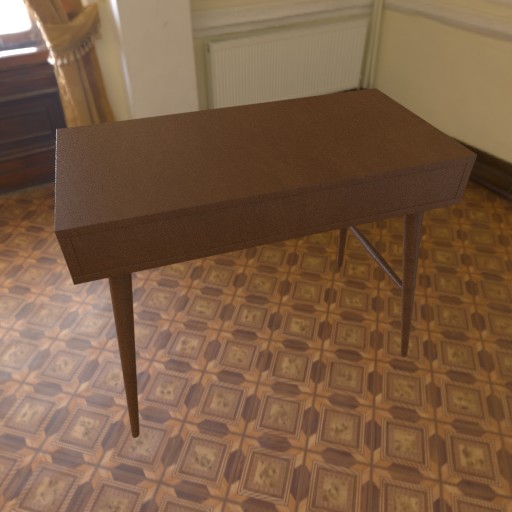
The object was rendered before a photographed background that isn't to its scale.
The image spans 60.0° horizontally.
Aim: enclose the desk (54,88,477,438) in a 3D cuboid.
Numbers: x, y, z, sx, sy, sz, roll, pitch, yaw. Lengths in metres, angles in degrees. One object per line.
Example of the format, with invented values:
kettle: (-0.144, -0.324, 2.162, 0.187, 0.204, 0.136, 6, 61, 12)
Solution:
desk: (0.000, 0.000, 1.356, 0.949, 0.758, 0.510, -12, 42, -14)
